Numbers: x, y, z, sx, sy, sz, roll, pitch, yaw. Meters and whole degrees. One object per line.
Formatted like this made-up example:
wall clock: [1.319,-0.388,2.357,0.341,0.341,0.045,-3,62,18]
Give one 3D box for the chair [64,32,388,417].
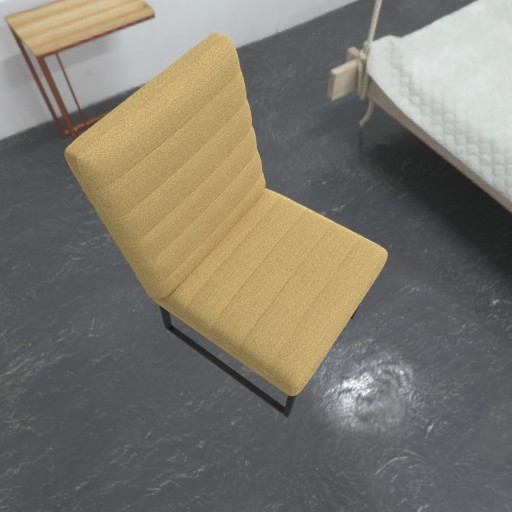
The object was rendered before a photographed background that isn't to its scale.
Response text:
chair: [0.000,0.000,1.294,0.634,0.930,0.520,32,64,18]
